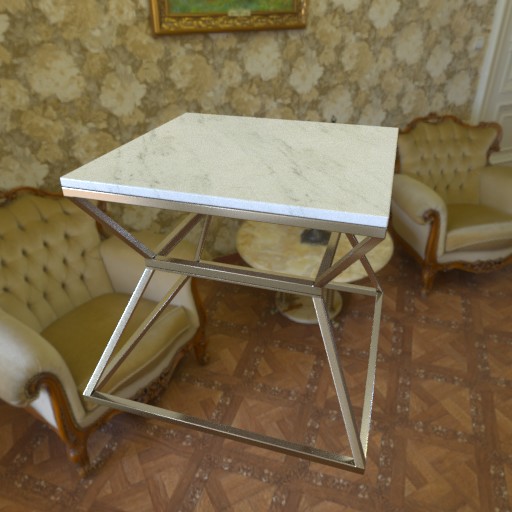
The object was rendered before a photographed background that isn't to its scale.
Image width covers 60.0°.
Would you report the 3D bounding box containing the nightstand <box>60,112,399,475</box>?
[{"bbox_3d":[0.000,0.000,0.867,0.513,0.426,0.514,9,31,15],"label":"nightstand"}]
